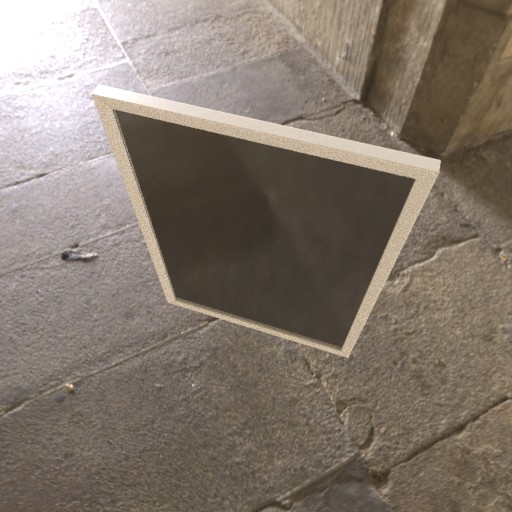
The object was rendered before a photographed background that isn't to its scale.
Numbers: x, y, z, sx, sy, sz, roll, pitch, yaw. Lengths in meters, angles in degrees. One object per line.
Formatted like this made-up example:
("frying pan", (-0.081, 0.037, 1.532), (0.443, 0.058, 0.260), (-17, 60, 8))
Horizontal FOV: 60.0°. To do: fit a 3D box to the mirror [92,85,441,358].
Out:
("mirror", (0.000, 0.000, 1.362), (0.762, 1.016, 0.040), (15, 58, 10))
